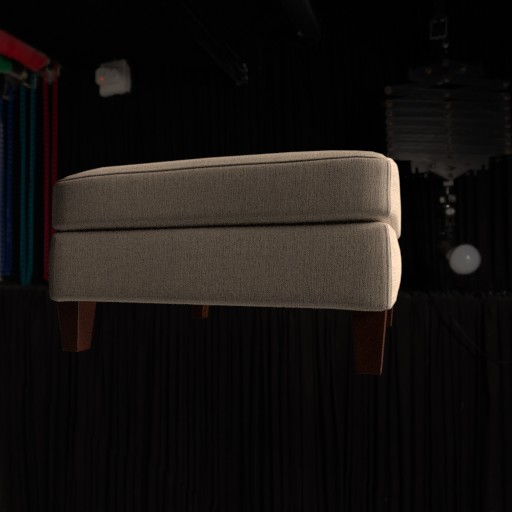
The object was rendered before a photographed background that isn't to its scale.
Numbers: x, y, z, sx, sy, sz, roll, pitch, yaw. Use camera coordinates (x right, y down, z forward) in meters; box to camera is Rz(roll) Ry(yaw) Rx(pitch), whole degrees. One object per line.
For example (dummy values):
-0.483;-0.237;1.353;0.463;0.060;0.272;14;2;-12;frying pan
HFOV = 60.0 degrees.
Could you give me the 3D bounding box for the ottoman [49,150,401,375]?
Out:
0.000;0.000;1.351;0.838;0.481;0.838;0;-1;18;ottoman
